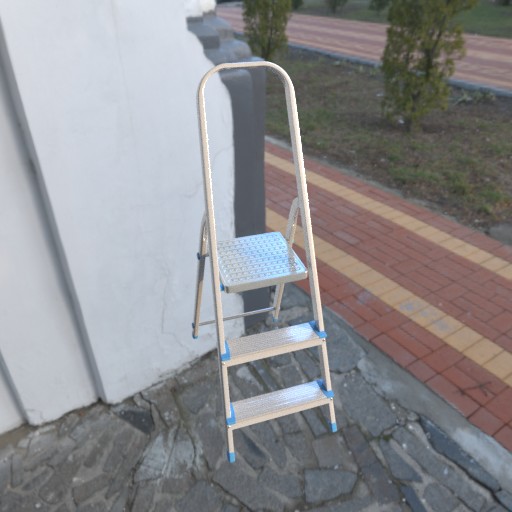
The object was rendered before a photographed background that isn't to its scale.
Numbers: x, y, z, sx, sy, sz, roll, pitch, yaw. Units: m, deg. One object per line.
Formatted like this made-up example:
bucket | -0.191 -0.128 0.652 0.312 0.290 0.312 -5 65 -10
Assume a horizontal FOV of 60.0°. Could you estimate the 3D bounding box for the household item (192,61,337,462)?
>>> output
household item | 0.000 0.000 1.543 0.420 1.215 0.687 -10 34 -15
